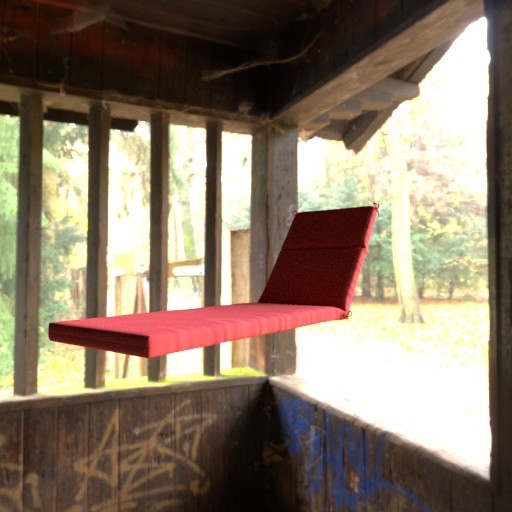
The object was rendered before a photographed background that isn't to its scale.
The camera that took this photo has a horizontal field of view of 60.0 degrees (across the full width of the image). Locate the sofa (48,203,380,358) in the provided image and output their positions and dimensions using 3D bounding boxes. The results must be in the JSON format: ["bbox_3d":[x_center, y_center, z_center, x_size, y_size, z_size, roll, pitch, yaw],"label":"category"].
[{"bbox_3d":[0.000,0.000,1.999,0.582,0.622,1.663,-1,-2,36],"label":"sofa"}]
